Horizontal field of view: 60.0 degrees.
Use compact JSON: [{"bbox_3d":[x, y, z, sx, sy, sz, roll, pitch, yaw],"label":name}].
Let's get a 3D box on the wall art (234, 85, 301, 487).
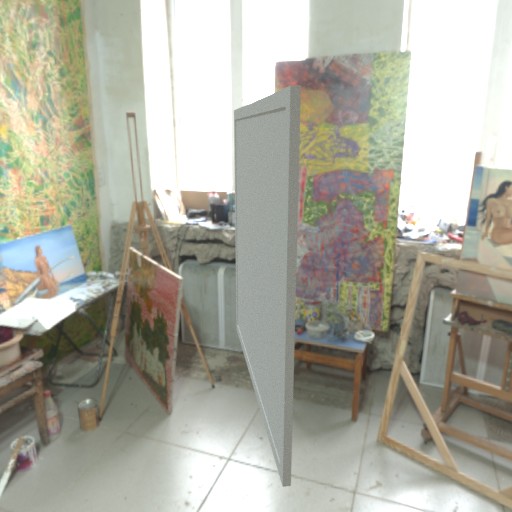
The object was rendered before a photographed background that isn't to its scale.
[{"bbox_3d":[0.000,0.000,1.005,0.015,0.660,0.660,-3,16,-9],"label":"wall art"}]
